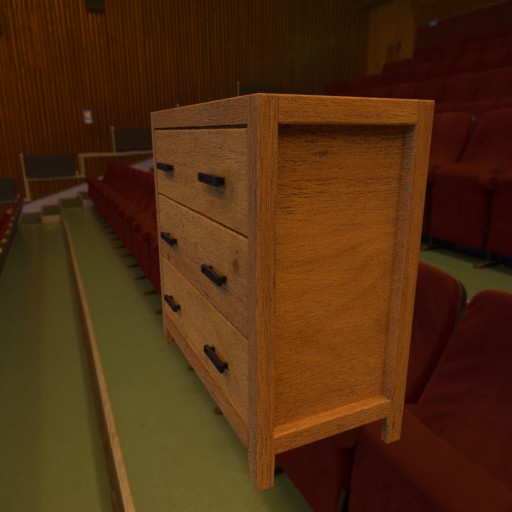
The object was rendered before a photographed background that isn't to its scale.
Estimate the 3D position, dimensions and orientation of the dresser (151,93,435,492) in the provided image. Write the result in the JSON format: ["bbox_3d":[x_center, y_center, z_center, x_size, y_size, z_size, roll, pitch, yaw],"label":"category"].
[{"bbox_3d":[0.000,0.000,1.265,0.427,0.804,0.804,-7,17,-24],"label":"dresser"}]
